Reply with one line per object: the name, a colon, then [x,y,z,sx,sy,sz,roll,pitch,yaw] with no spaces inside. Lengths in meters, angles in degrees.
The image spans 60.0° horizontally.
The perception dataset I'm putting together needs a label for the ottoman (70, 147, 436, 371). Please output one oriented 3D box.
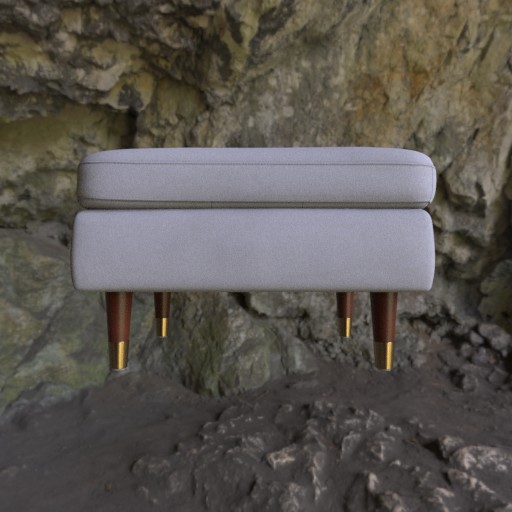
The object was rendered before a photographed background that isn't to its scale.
ottoman: [0.000,0.000,1.123,0.747,0.478,0.593,0,-1,0]
